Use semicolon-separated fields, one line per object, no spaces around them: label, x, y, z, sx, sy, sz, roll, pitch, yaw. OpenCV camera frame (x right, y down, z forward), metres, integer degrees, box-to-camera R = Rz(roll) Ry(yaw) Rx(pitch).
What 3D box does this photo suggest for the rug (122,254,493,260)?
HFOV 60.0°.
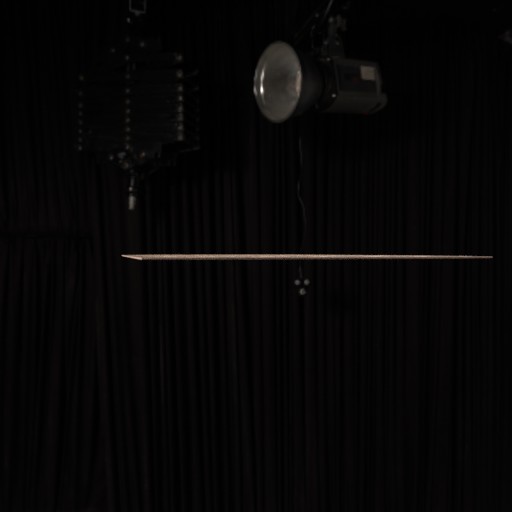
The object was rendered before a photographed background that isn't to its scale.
rug;0.000;0.000;4.264;2.382;0.018;3.294;0;0;-19
